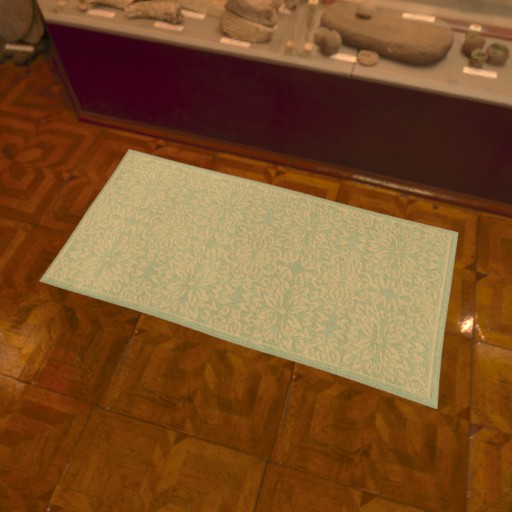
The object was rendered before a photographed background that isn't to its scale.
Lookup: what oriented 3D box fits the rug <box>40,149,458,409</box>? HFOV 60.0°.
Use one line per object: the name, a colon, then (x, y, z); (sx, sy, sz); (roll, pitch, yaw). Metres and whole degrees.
rug: (0.000, 0.000, 1.427); (1.219, 0.007, 0.604); (16, 59, 10)
